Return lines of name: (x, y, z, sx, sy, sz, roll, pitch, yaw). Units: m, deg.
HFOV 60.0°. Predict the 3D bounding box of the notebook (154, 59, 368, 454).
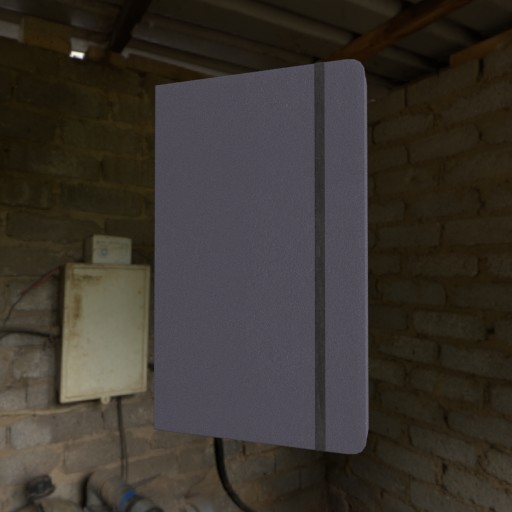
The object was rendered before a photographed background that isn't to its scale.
notebook: (0.000, 0.000, 0.261, 0.127, 0.213, 0.016, 0, -1, 18)
